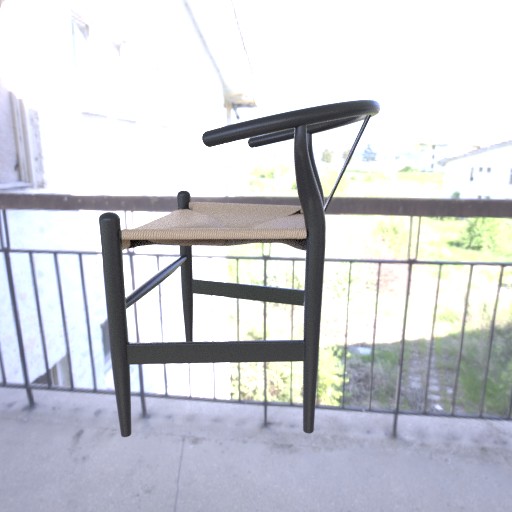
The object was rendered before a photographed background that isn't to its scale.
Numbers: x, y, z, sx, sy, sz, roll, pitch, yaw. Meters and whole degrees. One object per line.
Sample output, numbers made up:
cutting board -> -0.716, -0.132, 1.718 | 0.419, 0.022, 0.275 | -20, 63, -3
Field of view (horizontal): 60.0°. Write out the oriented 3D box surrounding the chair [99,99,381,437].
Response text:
chair -> 0.000, 0.000, 1.134 | 0.570, 0.739, 0.570 | 2, 14, 8
